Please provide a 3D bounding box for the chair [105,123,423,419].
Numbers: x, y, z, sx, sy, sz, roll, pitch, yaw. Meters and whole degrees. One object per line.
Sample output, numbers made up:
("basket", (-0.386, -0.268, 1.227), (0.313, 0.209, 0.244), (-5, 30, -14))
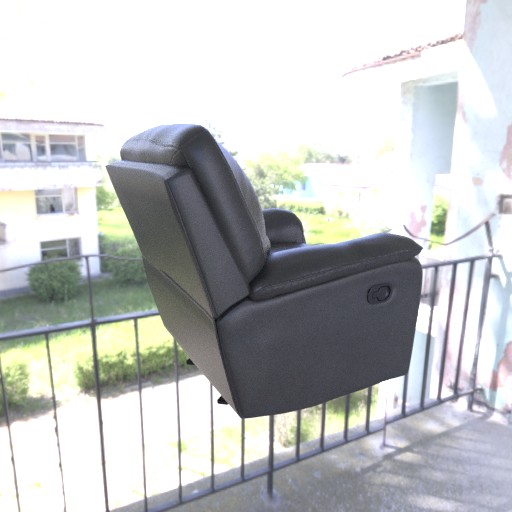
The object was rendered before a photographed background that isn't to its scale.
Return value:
("chair", (0.000, 0.000, 1.982), (1.087, 1.109, 1.096), (-7, 15, -27))
